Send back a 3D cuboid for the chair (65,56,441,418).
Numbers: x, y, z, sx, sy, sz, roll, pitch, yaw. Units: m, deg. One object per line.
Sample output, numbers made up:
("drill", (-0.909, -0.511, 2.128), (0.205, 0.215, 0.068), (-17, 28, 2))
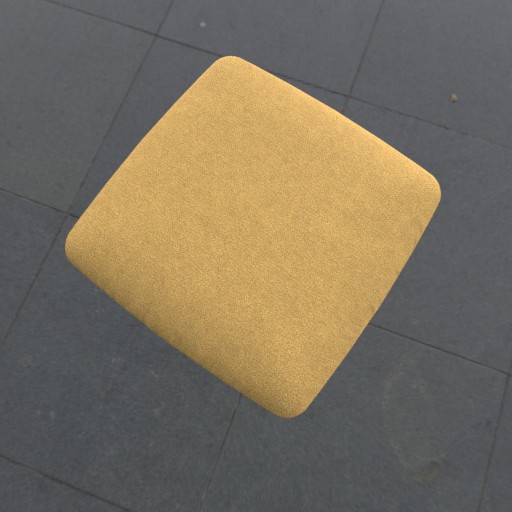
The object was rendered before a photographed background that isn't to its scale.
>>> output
("chair", (0.000, 0.000, 0.698), (0.350, 0.440, 0.350), (34, 78, 8))
